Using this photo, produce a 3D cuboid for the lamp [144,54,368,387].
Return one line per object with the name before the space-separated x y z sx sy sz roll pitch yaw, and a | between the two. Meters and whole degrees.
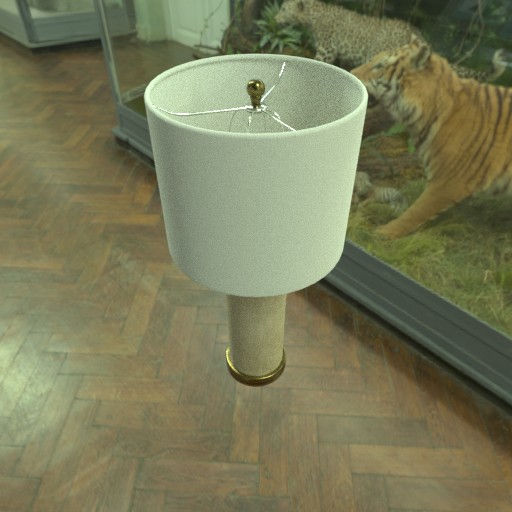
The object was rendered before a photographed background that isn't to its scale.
lamp | 0.000 0.000 0.811 0.305 0.634 0.305 12 42 13
